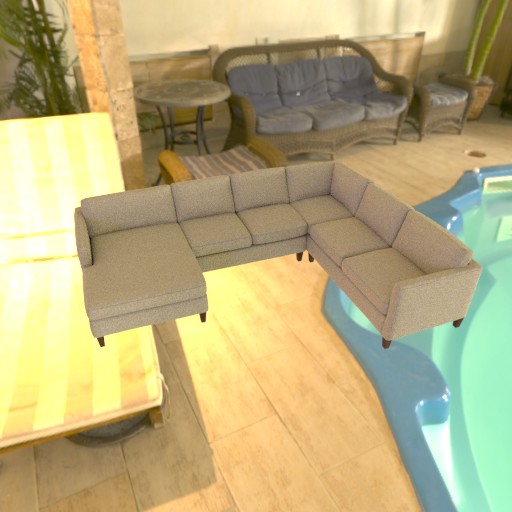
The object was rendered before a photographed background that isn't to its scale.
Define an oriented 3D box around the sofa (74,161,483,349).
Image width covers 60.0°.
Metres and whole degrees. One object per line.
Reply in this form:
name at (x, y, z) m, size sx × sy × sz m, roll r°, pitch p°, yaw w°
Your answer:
sofa at (0.000, 0.000, 4.611) m, size 3.460 × 0.959 × 2.593 m, roll -12°, pitch 35°, yaw -17°
